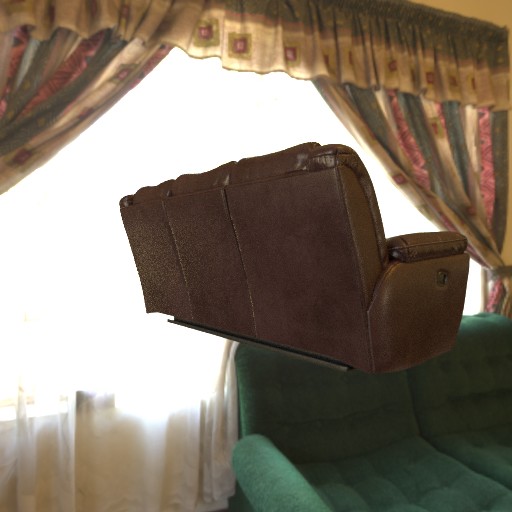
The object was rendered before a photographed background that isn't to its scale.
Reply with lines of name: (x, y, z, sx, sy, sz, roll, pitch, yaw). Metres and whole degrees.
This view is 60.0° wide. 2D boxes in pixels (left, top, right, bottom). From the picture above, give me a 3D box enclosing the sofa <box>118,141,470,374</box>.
sofa: (0.000, 0.000, 2.837, 0.991, 1.043, 2.337, -1, 1, -38)
